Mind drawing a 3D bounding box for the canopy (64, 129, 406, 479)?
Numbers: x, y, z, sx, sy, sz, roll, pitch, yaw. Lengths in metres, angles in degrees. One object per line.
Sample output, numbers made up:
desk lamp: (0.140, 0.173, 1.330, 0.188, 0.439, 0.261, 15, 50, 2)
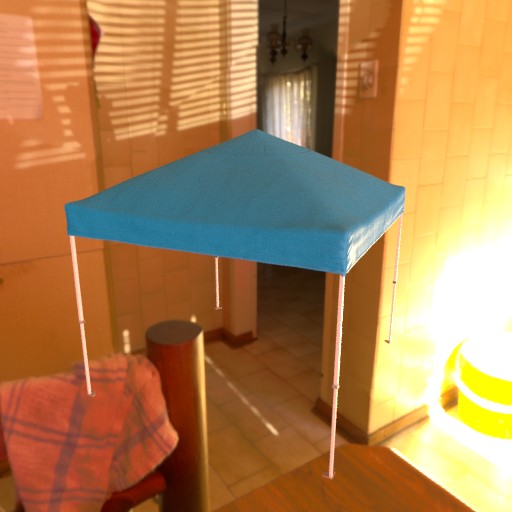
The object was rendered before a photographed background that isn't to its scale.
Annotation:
canopy: (0.000, 0.000, 5.438, 2.998, 2.997, 2.996, 8, 18, 25)
